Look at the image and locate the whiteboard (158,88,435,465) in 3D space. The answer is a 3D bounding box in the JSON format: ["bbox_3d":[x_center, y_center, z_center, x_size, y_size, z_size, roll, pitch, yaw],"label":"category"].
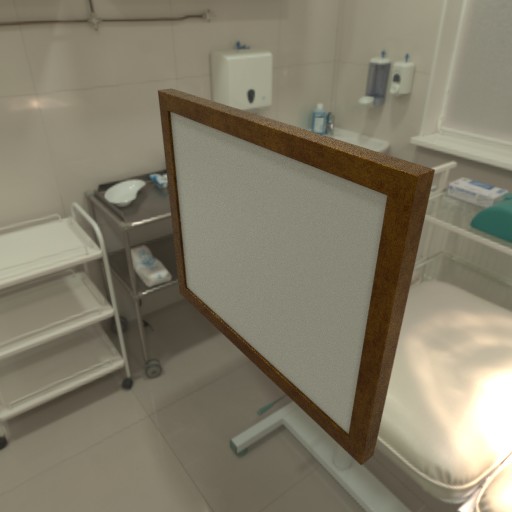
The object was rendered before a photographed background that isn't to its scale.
[{"bbox_3d":[0.000,0.000,0.750,0.029,0.457,0.561,-21,37,-31],"label":"whiteboard"}]
